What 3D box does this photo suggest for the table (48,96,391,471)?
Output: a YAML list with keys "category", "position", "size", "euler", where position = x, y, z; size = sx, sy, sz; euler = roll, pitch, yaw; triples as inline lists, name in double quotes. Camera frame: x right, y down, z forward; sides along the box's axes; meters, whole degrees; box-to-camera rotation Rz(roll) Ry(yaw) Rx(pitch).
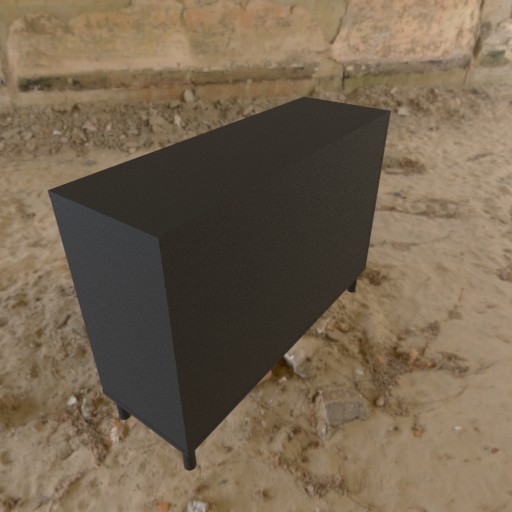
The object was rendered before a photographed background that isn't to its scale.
- category: "table"
  position: [0.000, 0.000, 1.622]
  size: [0.400, 0.855, 1.200]
  euler: [22, 39, 30]
